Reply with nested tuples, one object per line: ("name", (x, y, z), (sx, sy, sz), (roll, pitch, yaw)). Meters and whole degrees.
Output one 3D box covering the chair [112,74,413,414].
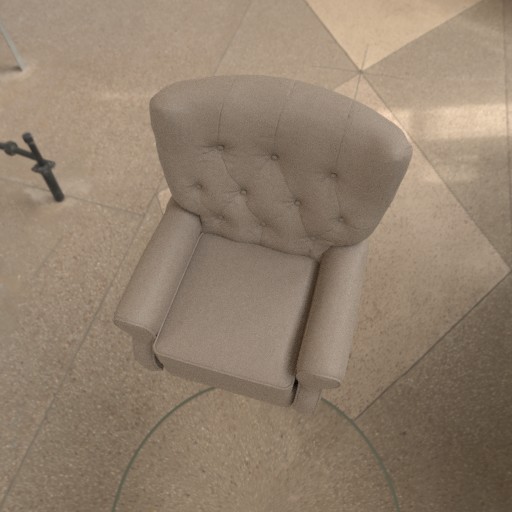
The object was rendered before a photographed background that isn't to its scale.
("chair", (0.000, 0.000, 1.918), (0.999, 1.138, 1.041), (14, 60, 8))
